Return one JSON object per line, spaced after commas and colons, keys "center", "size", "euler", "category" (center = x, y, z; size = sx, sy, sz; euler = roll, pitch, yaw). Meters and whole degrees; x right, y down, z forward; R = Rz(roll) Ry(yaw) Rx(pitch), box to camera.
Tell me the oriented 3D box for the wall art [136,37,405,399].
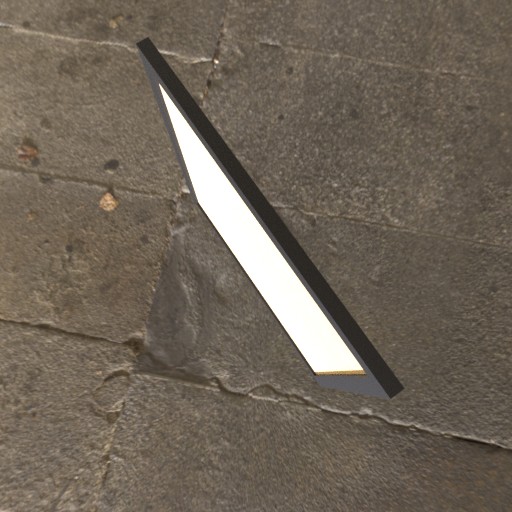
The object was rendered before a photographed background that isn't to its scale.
{"center": [0.000, 0.000, 0.520], "size": [0.013, 0.356, 0.356], "euler": [-33, 78, -8], "category": "wall art"}
